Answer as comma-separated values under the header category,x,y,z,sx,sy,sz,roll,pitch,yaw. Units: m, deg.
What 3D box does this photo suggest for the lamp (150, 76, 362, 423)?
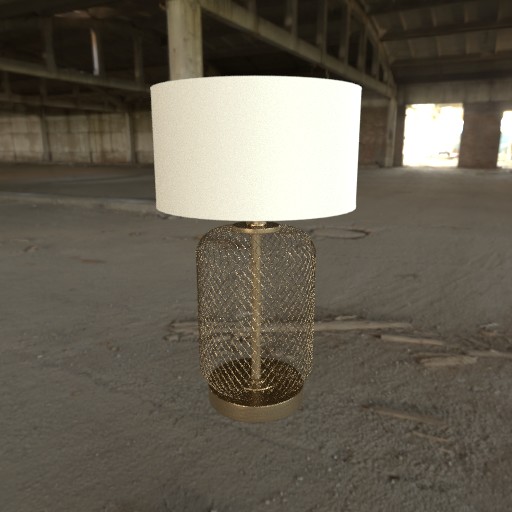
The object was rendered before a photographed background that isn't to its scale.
category,x,y,z,sx,sy,sz,roll,pitch,yaw
lamp,0.000,0.000,0.825,0.353,0.578,0.353,0,14,0
